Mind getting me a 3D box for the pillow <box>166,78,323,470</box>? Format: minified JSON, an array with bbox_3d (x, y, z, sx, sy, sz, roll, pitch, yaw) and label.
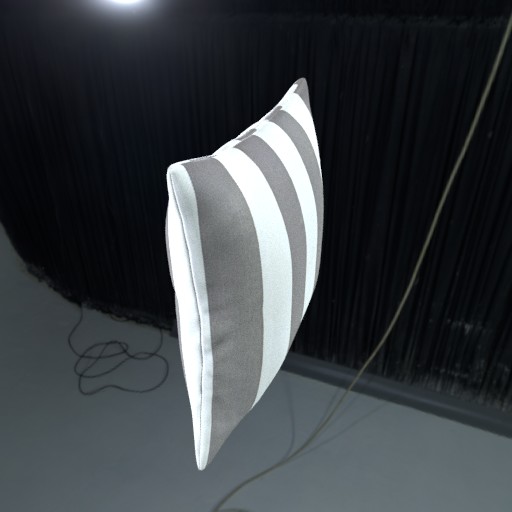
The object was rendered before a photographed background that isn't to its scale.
[{"bbox_3d":[0.000,0.000,0.779,0.192,0.507,0.522,11,33,17],"label":"pillow"}]
